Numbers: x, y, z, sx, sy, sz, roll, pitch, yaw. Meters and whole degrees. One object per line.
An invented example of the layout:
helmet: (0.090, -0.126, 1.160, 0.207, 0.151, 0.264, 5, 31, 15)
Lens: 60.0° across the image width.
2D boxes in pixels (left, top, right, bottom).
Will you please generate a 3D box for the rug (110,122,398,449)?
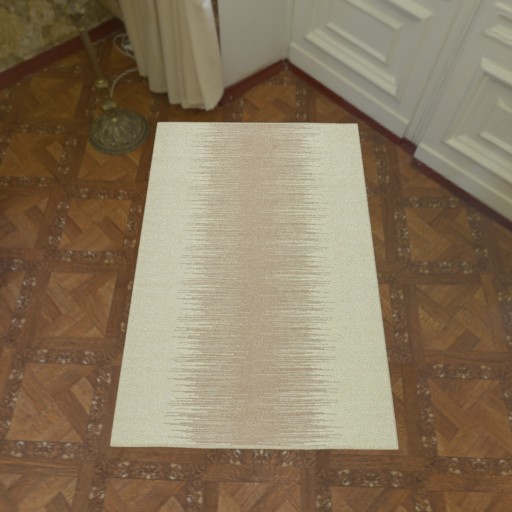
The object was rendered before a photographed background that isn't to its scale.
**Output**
rug: (0.000, 0.000, 2.313, 1.234, 0.006, 1.850, 0, 63, 0)
